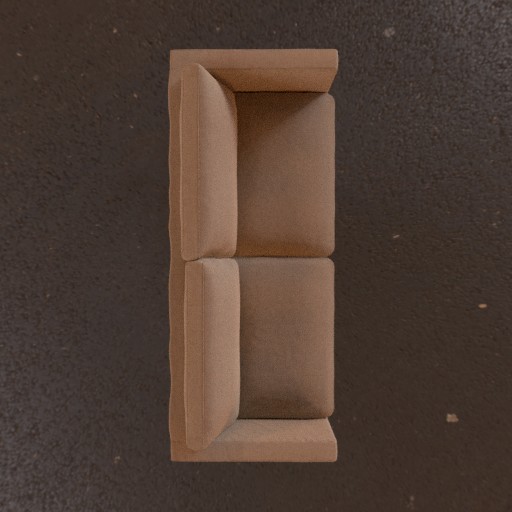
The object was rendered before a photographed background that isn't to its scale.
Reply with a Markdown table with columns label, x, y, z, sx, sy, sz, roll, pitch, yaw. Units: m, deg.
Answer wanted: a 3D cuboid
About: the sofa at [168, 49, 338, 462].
| label | x | y | z | sx | sy | sz | roll | pitch | yaw |
| --- | --- | --- | --- | --- | --- | --- | --- | --- | --- |
| sofa | 0.000 | 0.000 | 2.702 | 0.956 | 0.847 | 2.296 | 0 | 91 | 0 |
